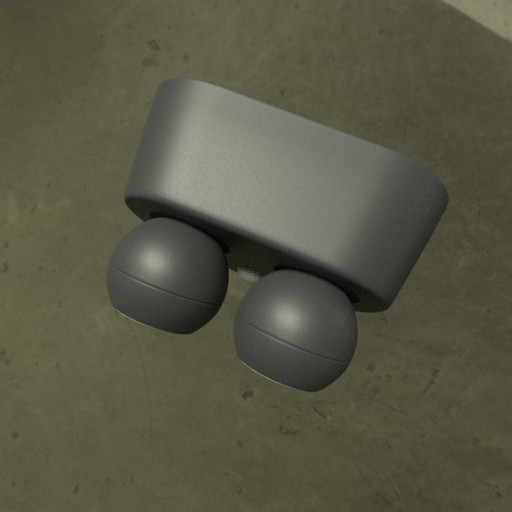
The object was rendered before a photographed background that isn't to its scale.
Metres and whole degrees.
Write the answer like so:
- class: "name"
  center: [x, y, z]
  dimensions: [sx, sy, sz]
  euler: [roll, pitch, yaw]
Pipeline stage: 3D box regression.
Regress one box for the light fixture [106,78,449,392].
- class: "light fixture"
  center: [0.000, 0.000, 0.338]
  dimensions: [0.229, 0.159, 0.159]
  euler: [22, 77, 6]
